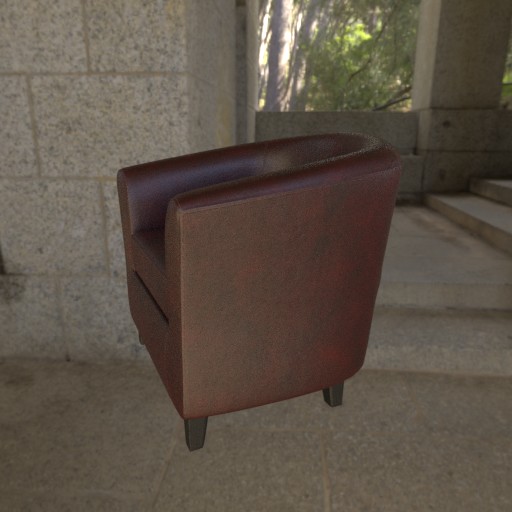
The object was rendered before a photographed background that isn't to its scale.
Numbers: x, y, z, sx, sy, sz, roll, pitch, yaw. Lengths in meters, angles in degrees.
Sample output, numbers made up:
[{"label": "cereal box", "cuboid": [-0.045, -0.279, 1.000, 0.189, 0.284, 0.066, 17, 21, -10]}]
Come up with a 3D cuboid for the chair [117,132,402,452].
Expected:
[{"label": "chair", "cuboid": [0.000, 0.000, 1.409, 0.727, 0.756, 0.792, -7, 18, -24]}]
